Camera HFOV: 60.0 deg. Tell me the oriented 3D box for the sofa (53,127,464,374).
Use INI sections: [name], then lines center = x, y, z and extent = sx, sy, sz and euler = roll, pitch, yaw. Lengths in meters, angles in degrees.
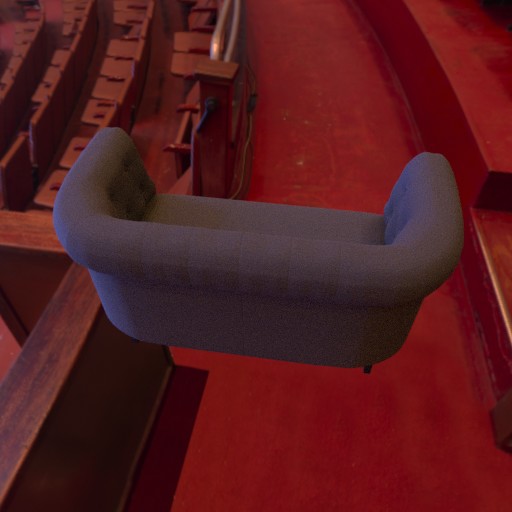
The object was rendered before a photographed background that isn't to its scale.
[sofa]
center = 0.000, 0.000, 1.955
extent = 1.558, 0.827, 0.835
euler = 6, 46, 6
